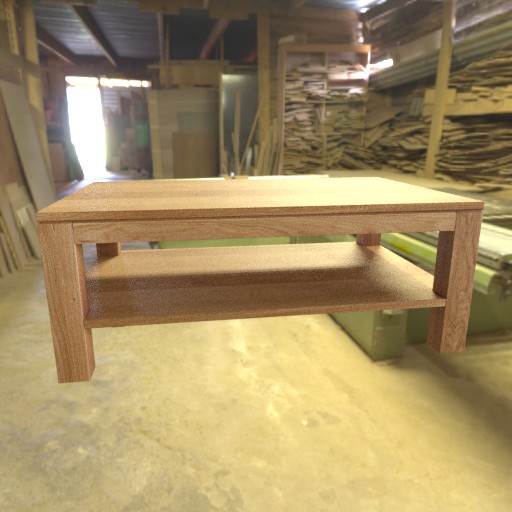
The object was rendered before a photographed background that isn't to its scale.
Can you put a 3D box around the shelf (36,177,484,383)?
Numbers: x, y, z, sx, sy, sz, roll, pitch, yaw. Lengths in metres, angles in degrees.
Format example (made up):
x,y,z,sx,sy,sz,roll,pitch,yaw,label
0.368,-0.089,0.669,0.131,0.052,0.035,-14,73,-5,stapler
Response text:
x,y,z,sx,sy,sz,roll,pitch,yaw,label
0.000,0.000,1.513,1.150,0.450,0.700,-2,16,-8,shelf
